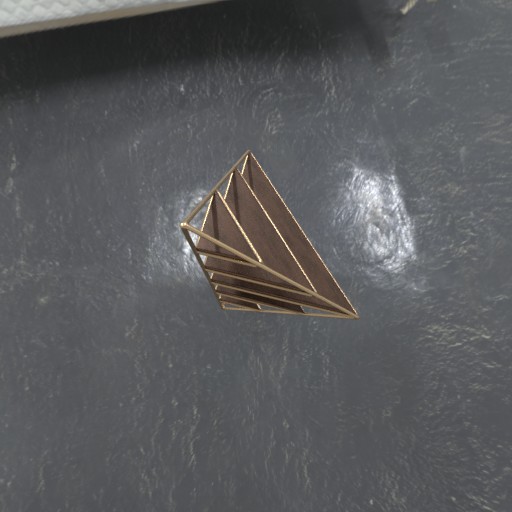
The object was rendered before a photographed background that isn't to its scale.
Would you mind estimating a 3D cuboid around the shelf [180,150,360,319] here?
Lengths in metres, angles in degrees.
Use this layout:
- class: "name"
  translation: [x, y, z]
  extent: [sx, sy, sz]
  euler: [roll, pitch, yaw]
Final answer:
- class: "shelf"
  translation: [0.000, 0.000, 1.195]
  extent: [0.294, 0.913, 0.564]
  euler: [-30, 77, -8]
